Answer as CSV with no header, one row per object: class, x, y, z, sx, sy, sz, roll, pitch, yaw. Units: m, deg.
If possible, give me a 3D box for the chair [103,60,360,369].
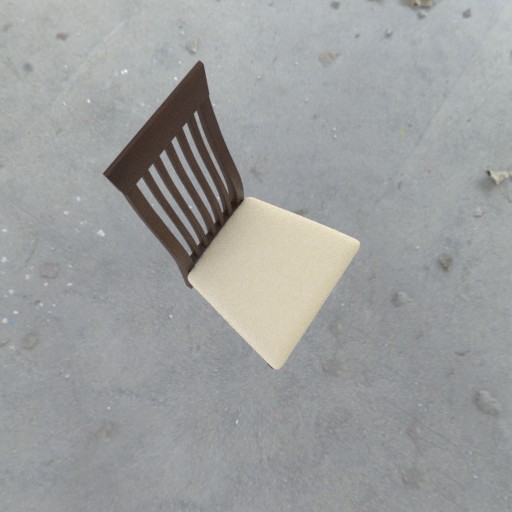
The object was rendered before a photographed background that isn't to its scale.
chair,0.000,0.000,1.281,0.474,1.027,0.460,34,78,8
